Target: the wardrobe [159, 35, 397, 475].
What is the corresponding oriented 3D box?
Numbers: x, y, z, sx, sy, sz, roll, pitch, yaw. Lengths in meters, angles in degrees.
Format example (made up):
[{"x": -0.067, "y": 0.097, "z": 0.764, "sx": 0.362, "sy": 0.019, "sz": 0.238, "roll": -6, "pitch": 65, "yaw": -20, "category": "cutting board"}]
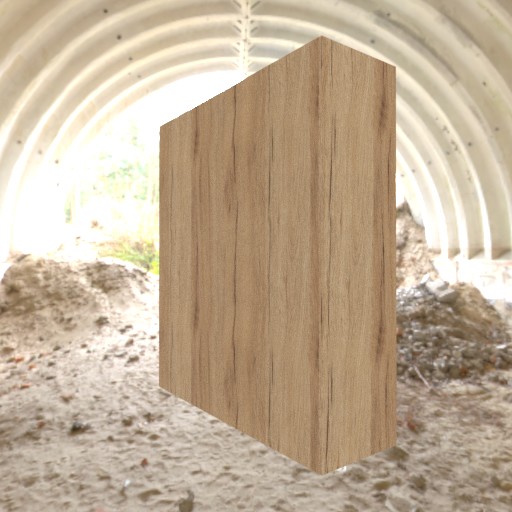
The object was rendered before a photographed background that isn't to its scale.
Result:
[{"x": 0.000, "y": 0.000, "z": 2.979, "sx": 0.580, "sy": 2.070, "sz": 1.810, "roll": 0, "pitch": 0, "yaw": -37, "category": "wardrobe"}]
